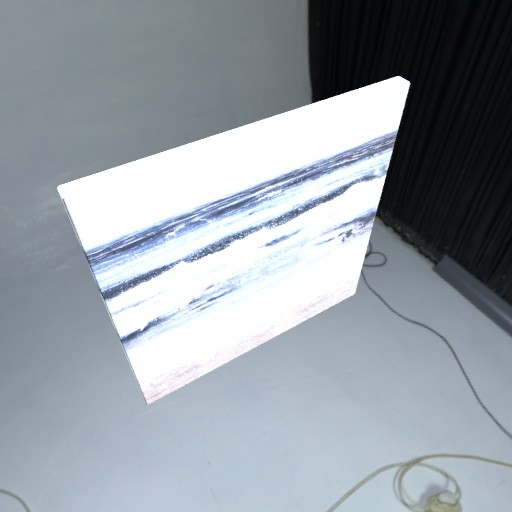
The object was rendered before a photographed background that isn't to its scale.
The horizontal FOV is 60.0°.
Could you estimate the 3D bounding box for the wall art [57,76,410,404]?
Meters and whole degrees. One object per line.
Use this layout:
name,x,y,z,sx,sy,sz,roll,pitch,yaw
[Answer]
wall art,0.000,0.000,1.124,0.755,0.747,0.065,-24,51,-21
